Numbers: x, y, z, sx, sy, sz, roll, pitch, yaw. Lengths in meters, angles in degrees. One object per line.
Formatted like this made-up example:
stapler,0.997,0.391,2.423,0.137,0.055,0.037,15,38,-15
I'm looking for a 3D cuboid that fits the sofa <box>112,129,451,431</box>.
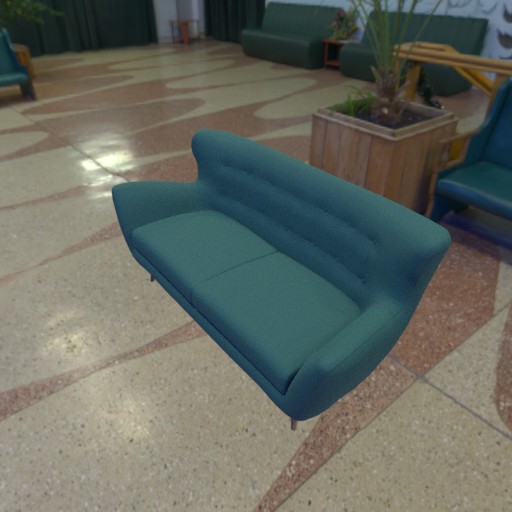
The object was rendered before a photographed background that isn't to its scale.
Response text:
sofa,0.000,0.000,2.458,0.889,0.890,1.930,-23,40,-31
